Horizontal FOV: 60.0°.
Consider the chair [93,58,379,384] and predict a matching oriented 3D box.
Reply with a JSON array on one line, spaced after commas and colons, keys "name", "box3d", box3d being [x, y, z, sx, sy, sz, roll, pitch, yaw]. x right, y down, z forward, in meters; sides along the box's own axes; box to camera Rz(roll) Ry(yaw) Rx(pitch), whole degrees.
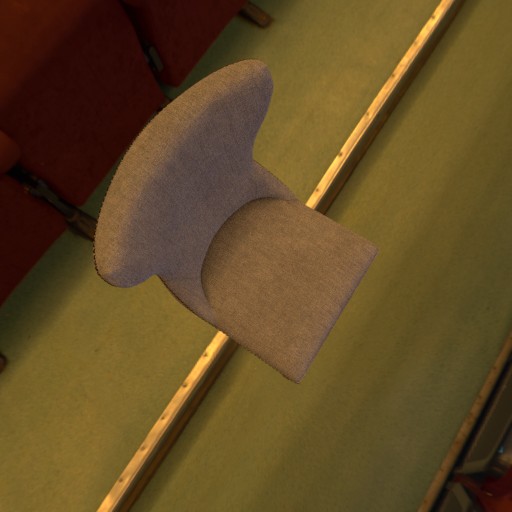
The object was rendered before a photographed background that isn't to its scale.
[{"name": "chair", "box3d": [0.000, 0.000, 1.460, 0.681, 1.002, 0.654, 32, 78, 8]}]
